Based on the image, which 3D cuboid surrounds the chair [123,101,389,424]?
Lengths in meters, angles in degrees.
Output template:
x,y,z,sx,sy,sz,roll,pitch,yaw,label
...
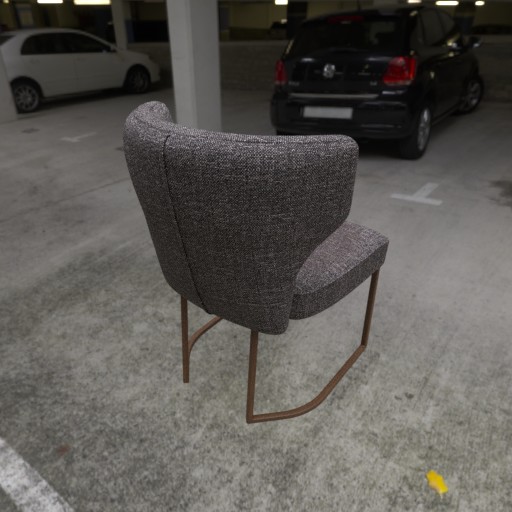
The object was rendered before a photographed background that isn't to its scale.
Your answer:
x,y,z,sx,sy,sz,roll,pitch,yaw,label
0.000,0.000,1.260,0.611,0.824,0.617,21,36,32,chair
